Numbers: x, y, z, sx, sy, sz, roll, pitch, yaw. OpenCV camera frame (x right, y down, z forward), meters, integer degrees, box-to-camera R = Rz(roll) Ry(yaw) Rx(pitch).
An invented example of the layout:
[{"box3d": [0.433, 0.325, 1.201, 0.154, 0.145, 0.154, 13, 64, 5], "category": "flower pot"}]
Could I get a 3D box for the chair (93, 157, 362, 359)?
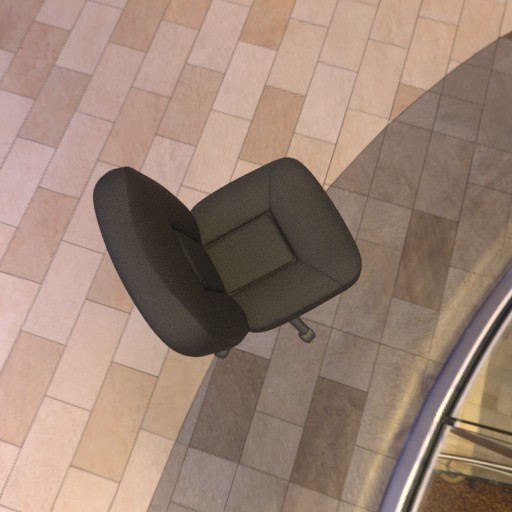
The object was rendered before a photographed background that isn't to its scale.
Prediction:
[{"box3d": [0.000, 0.000, 1.336, 0.610, 0.972, 0.610, -27, 77, -7], "category": "chair"}]
